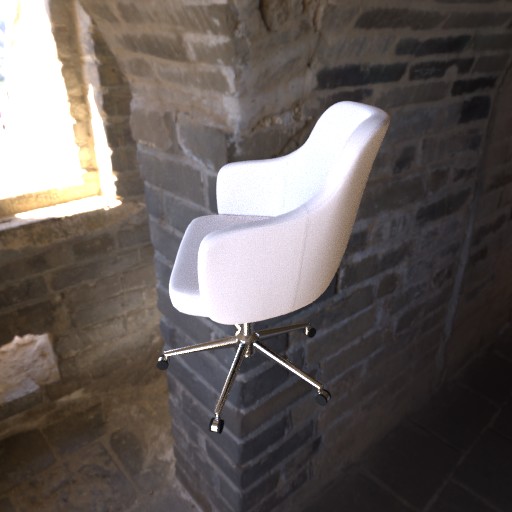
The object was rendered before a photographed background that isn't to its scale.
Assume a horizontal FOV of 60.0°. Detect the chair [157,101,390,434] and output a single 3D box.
[{"bbox_3d":[0.000,0.000,1.284,0.647,0.819,0.602,0,27,0],"label":"chair"}]
